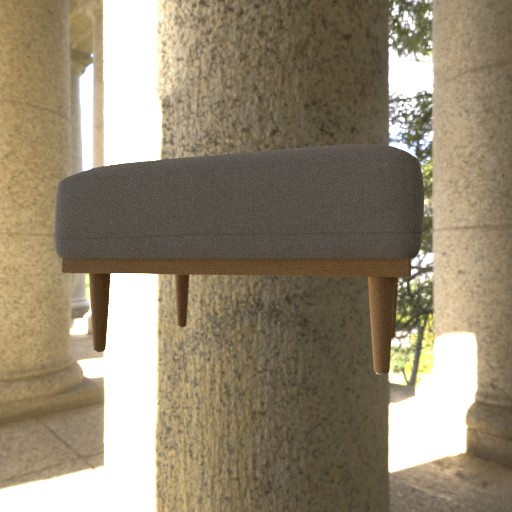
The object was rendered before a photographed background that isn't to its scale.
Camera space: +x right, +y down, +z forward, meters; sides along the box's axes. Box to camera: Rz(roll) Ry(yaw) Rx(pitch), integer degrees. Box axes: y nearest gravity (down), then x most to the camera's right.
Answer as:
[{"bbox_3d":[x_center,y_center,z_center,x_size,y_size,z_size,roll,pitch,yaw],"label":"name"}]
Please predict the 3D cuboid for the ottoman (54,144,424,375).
[{"bbox_3d":[0.000,0.000,1.073,0.749,0.428,0.549,0,-1,19],"label":"ottoman"}]
